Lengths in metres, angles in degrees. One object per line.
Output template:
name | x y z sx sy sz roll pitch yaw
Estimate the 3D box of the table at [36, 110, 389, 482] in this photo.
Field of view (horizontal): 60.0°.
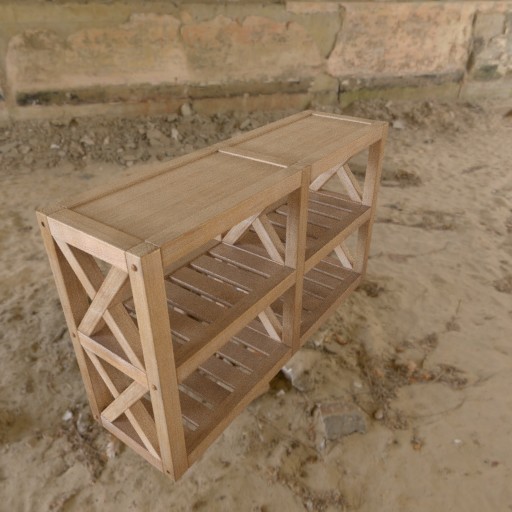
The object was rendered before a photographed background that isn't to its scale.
table | 0.000 0.000 1.632 0.381 0.762 1.320 21 37 30
